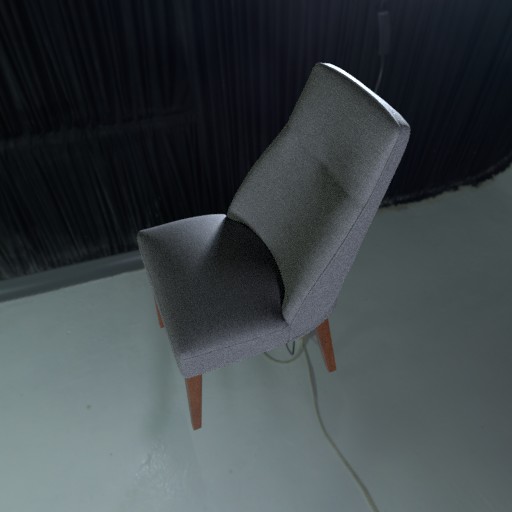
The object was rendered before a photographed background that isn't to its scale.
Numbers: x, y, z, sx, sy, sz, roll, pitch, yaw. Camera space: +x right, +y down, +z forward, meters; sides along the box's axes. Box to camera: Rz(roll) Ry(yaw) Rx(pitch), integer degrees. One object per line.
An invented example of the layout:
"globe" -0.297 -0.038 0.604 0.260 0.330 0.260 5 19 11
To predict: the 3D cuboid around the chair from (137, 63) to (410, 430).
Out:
"chair" 0.000 0.000 1.304 0.620 0.930 0.500 -17 48 -16
